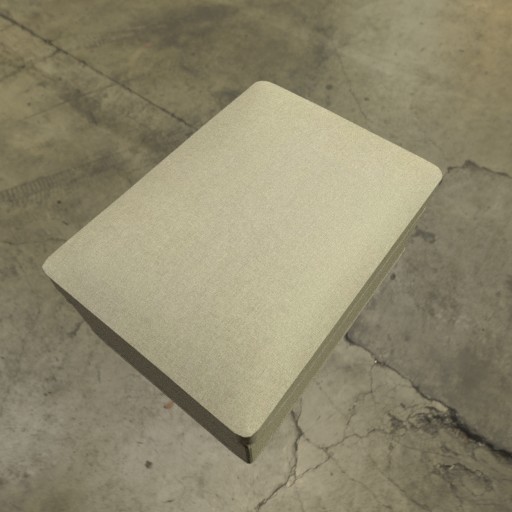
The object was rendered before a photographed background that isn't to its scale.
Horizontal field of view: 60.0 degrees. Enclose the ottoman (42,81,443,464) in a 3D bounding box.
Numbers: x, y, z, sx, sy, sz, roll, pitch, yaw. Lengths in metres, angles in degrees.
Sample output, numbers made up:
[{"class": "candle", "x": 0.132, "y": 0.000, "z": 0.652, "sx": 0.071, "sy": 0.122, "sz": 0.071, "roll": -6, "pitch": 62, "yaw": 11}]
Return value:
[{"class": "ottoman", "x": 0.000, "y": 0.000, "z": 1.243, "sx": 0.619, "sy": 0.504, "sz": 0.843, "roll": 34, "pitch": 65, "yaw": 18}]
